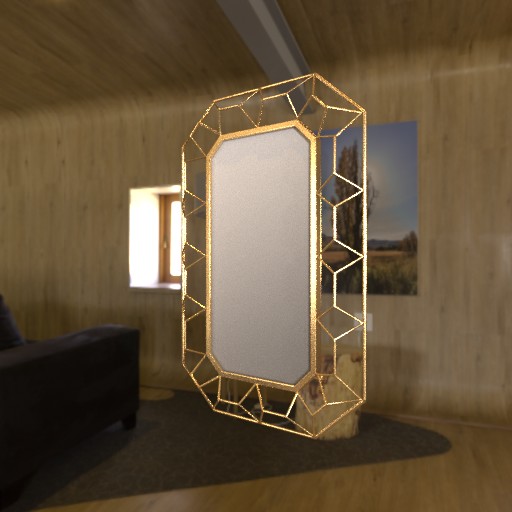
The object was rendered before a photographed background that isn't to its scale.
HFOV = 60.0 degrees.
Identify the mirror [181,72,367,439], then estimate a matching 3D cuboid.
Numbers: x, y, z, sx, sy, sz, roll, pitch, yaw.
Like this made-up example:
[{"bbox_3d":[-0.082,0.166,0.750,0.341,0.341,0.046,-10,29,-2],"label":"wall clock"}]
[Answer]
[{"bbox_3d":[0.000,0.000,1.127,0.572,0.870,0.051,0,0,36],"label":"mirror"}]
